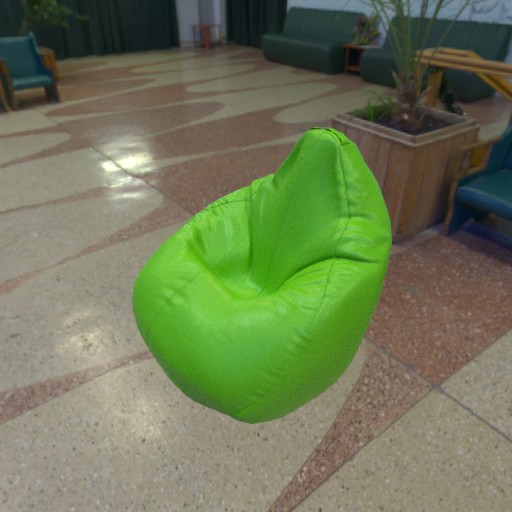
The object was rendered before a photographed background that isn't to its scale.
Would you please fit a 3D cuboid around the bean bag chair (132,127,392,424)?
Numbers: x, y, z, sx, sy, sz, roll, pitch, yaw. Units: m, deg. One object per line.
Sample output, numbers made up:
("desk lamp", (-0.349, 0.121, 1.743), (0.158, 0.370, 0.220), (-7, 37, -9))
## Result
("bean bag chair", (0.000, 0.000, 1.934), (1.070, 0.990, 1.070), (-21, 38, -29))
